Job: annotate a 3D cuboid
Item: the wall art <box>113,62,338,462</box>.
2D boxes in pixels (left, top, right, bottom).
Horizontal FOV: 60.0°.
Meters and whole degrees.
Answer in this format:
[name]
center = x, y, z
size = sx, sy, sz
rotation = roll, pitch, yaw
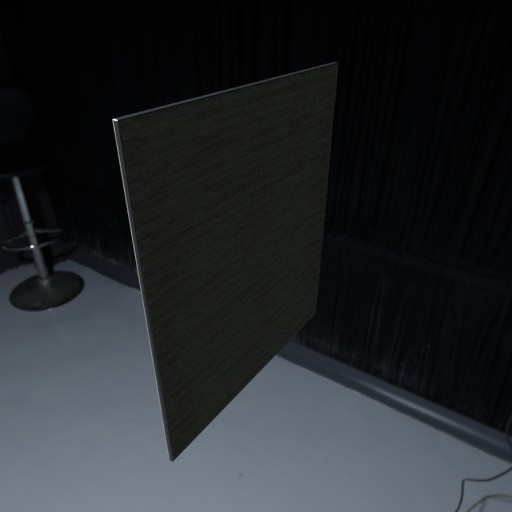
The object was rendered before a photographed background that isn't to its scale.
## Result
[wall art]
center = 0.000, 0.000, 0.757
size = 0.009, 0.559, 0.483
rotation = 21, 37, 30
